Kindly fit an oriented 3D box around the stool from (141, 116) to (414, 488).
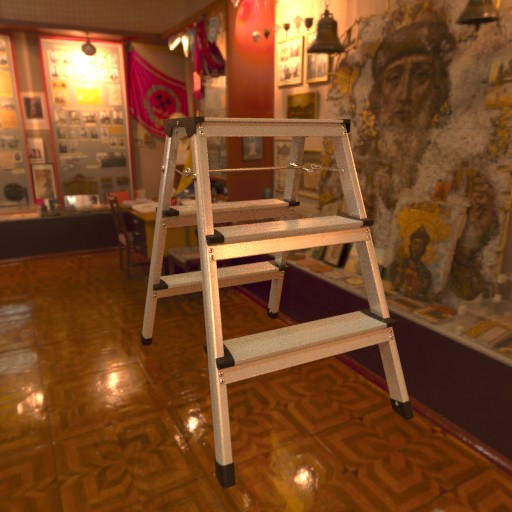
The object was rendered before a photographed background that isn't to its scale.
[{"bbox_3d":[0.000,0.000,1.023,0.437,0.605,0.622,-8,17,-26],"label":"stool"}]
